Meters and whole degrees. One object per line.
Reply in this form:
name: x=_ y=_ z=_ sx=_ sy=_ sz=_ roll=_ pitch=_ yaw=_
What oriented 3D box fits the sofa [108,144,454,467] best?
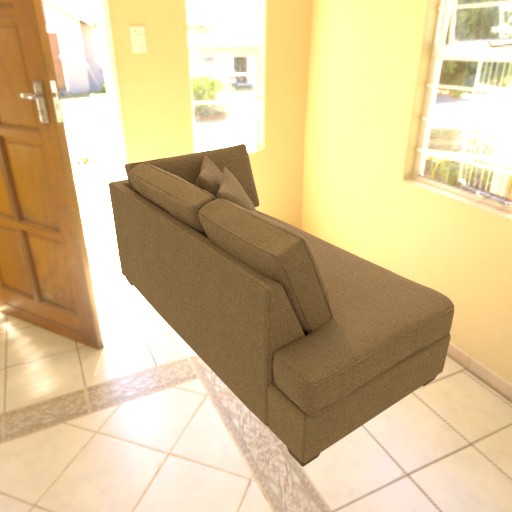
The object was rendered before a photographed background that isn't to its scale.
sofa: x=0.000 y=0.000 z=2.836 sx=1.110 sy=1.019 sz=2.238 roll=-17 pitch=30 yaw=-32
